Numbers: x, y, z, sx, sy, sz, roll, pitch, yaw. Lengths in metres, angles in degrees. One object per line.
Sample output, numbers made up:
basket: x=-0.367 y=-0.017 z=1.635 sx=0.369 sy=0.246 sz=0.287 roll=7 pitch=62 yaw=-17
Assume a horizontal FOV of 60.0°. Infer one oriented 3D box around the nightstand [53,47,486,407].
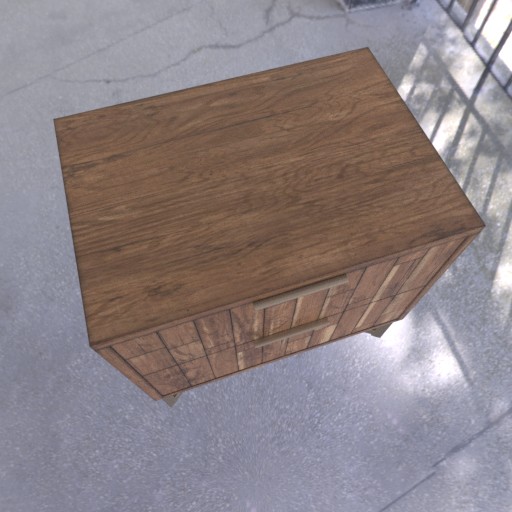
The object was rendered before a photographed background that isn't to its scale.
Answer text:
nightstand: x=0.000 y=0.000 z=1.002 sx=0.610 sy=0.610 sz=0.446 roll=-16 pitch=64 yaw=-8
